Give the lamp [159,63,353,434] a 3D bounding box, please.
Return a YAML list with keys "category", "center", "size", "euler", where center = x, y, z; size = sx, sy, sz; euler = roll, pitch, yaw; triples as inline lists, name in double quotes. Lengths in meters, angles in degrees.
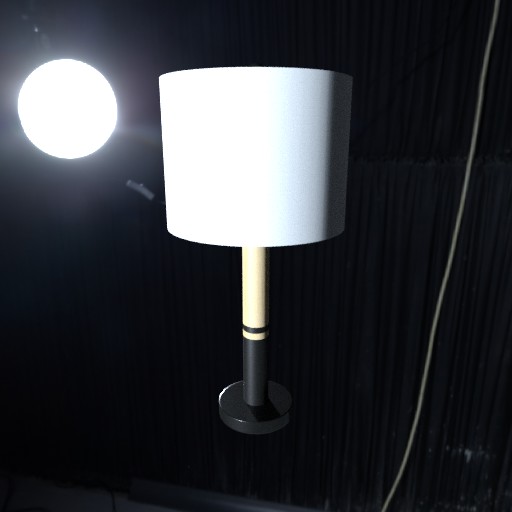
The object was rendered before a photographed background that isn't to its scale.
- category: "lamp"
  center: [0.000, 0.000, 0.795]
  size: [0.305, 0.640, 0.305]
  euler: [3, 16, 11]
